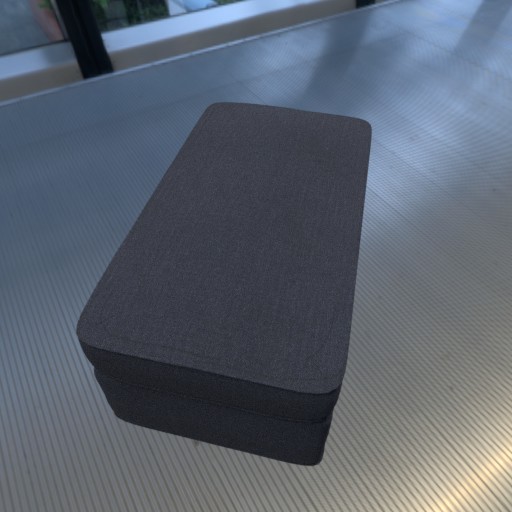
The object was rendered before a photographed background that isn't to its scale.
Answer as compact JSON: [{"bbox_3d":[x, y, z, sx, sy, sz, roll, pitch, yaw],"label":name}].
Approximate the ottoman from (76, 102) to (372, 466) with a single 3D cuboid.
[{"bbox_3d":[0.000,0.000,1.178,0.505,0.453,0.895,10,48,9],"label":"ottoman"}]
